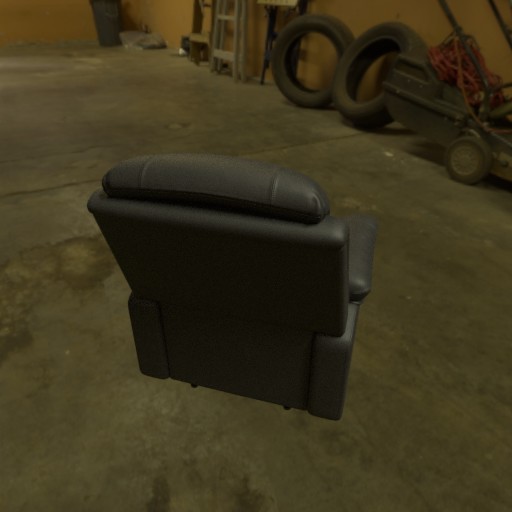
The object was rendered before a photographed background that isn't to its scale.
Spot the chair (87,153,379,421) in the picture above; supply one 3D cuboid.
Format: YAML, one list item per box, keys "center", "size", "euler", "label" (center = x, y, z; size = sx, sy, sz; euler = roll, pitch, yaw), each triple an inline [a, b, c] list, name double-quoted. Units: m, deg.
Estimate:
- center: [0.000, 0.000, 1.657]
  size: [0.855, 0.992, 0.919]
  euler: [9, 32, 14]
  label: "chair"
